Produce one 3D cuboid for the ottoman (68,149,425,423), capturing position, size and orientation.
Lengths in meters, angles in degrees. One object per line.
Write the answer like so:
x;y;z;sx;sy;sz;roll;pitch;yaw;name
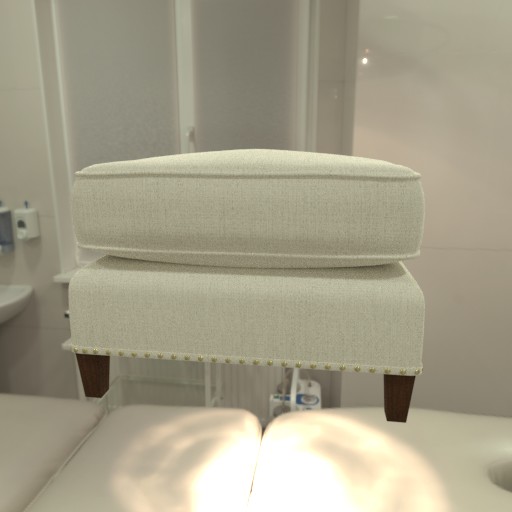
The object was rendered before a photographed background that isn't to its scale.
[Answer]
0.000;0.000;1.143;0.738;0.537;0.589;2;14;8;ottoman
